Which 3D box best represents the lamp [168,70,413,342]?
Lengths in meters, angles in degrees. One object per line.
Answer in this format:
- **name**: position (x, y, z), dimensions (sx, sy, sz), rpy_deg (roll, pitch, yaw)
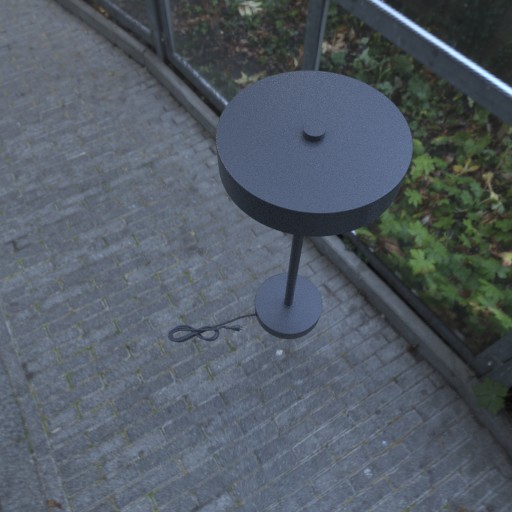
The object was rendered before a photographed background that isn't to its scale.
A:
- **lamp**: position (0.000, 0.000, 0.717), dimensions (0.369, 0.508, 0.229), rpy_deg (-15, 61, -9)
